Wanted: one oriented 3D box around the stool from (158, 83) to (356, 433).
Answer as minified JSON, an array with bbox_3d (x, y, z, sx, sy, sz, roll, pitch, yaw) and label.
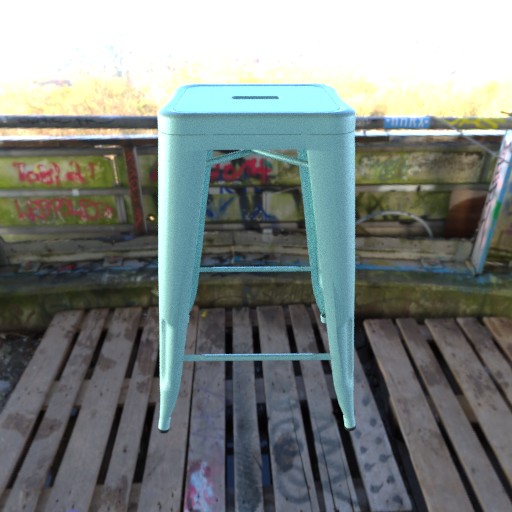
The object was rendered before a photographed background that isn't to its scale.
[{"bbox_3d":[0.000,0.000,0.881,0.399,0.609,0.359,-1,30,-1],"label":"stool"}]
